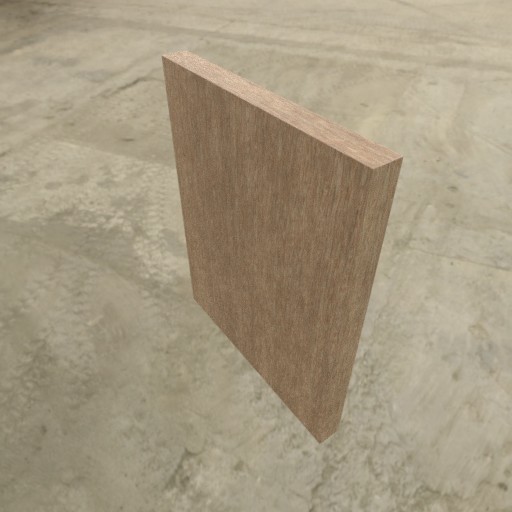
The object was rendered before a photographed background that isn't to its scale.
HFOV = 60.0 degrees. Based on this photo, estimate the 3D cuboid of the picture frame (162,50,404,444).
[{"bbox_3d":[0.000,0.000,0.720,0.043,0.526,0.424,-26,47,-27],"label":"picture frame"}]
